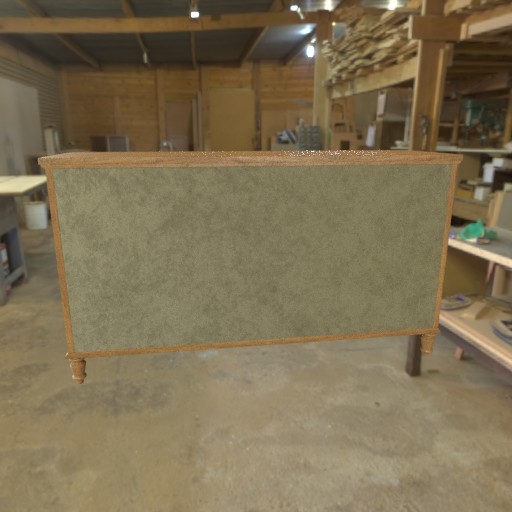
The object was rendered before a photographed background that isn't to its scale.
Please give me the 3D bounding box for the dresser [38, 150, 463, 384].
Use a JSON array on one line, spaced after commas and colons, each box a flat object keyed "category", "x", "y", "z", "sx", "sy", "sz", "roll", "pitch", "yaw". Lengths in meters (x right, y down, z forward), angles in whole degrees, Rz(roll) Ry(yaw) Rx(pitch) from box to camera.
[{"category": "dresser", "x": 0.000, "y": 0.000, "z": 1.975, "sx": 1.583, "sy": 0.892, "sz": 0.468, "roll": -2, "pitch": 16, "yaw": -8}]
